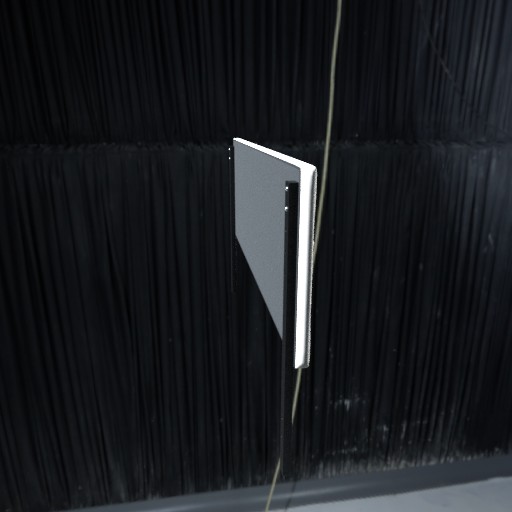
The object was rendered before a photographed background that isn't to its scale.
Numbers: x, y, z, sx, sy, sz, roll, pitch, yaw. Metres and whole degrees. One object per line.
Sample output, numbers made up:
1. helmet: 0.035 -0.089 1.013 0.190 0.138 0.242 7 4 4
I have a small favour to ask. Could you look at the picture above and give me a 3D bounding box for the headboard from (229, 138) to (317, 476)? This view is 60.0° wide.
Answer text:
1. headboard: 0.000 0.000 2.930 0.120 1.410 2.362 -3 17 -8
